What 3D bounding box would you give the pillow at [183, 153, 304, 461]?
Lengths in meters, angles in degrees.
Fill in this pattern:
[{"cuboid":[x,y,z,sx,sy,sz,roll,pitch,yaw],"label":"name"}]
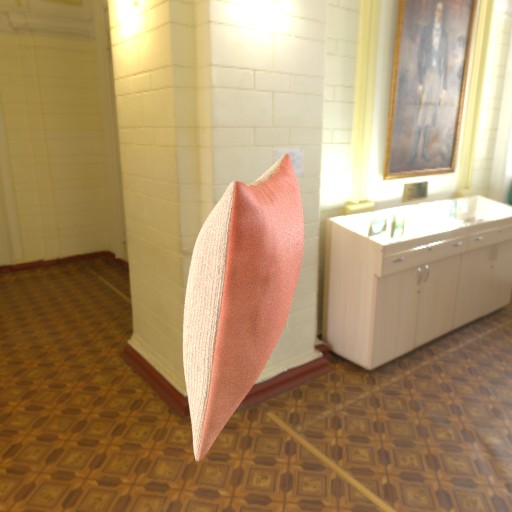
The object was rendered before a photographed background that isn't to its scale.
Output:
[{"cuboid":[0.000,0.000,0.733,0.155,0.307,0.608,2,16,8],"label":"pillow"}]
